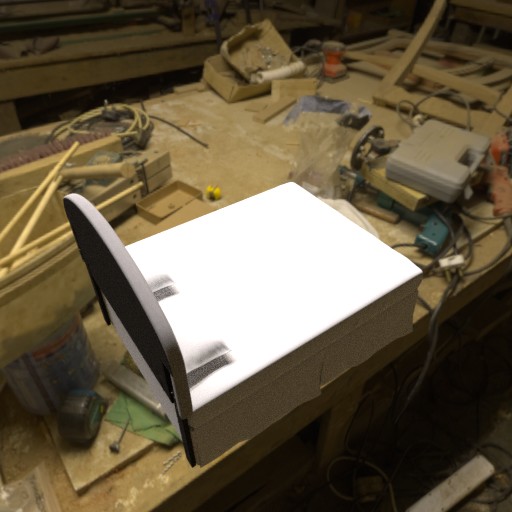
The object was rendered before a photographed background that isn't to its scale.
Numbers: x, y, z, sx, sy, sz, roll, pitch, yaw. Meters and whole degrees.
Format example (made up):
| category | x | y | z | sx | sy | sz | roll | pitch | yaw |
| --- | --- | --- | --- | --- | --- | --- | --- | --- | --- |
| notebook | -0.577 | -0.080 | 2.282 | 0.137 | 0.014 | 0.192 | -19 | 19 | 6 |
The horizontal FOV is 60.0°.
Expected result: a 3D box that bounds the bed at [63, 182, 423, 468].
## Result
| category | x | y | z | sx | sy | sz | roll | pitch | yaw |
| --- | --- | --- | --- | --- | --- | --- | --- | --- | --- |
| bed | 0.000 | 0.000 | 3.115 | 2.005 | 1.410 | 1.607 | -25 | 47 | -26 |
